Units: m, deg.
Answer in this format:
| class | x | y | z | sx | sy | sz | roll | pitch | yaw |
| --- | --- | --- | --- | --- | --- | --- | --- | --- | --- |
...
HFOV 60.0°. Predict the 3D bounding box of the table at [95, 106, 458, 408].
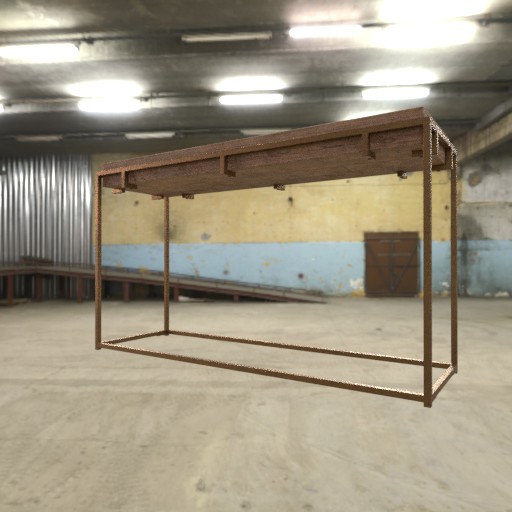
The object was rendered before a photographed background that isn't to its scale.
| class | x | y | z | sx | sy | sz | roll | pitch | yaw |
| --- | --- | --- | --- | --- | --- | --- | --- | --- | --- |
| table | 0.000 | 0.000 | 1.753 | 1.400 | 0.820 | 0.440 | 0 | 0 | 33 |
